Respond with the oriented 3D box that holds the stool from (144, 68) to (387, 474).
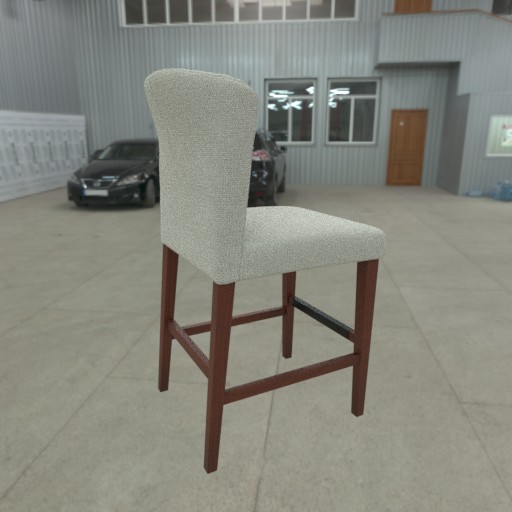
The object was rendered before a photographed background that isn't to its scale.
[{"bbox_3d":[0.000,0.000,1.291,0.568,0.969,0.481,-8,17,-27],"label":"stool"}]
